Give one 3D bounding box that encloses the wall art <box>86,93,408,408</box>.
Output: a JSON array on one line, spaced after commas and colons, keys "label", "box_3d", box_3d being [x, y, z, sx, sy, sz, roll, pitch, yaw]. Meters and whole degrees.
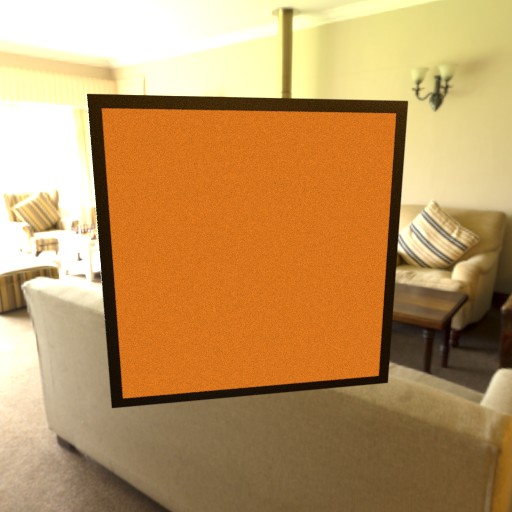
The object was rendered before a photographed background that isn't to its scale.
[{"label": "wall art", "box_3d": [0.000, 0.000, 1.128, 0.755, 0.761, 0.038, -2, 13, -10]}]
